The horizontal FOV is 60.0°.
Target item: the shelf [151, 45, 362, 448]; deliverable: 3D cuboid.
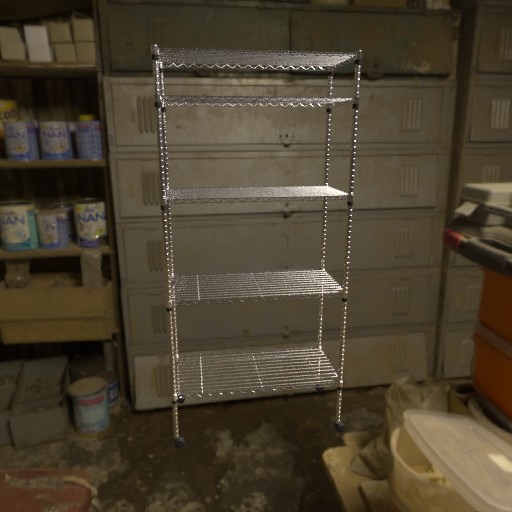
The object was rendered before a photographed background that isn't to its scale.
[{"bbox_3d":[0.000,0.000,1.908,0.762,1.587,0.356,-2,16,-8],"label":"shelf"}]
